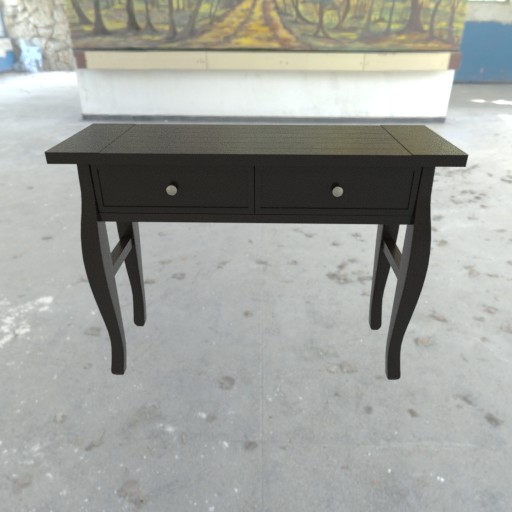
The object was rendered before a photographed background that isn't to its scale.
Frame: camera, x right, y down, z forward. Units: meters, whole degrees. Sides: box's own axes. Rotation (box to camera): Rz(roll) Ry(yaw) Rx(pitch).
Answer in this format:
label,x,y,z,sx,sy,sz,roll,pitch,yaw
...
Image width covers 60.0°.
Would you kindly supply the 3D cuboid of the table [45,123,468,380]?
label,x,y,z,sx,sy,sz,roll,pitch,yaw
table,0.000,0.000,1.445,1.062,0.768,0.373,1,28,1
